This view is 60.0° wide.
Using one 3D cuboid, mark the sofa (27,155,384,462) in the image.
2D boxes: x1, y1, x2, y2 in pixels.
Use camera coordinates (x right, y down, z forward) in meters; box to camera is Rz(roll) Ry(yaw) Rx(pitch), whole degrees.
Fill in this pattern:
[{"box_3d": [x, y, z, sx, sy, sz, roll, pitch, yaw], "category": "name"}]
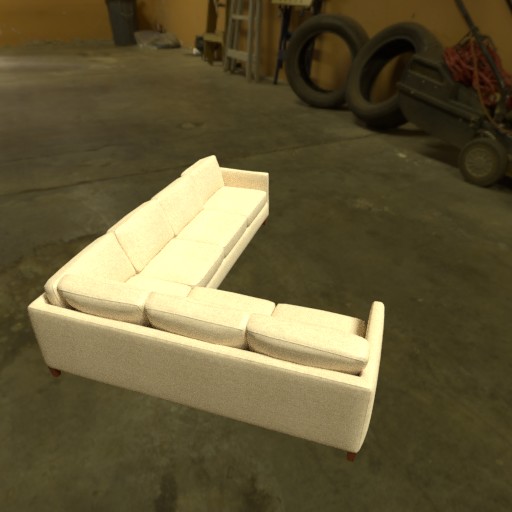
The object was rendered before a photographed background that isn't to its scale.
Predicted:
[{"box_3d": [0.000, 0.000, 4.410, 2.593, 0.947, 3.302, 10, 33, 16], "category": "sofa"}]
